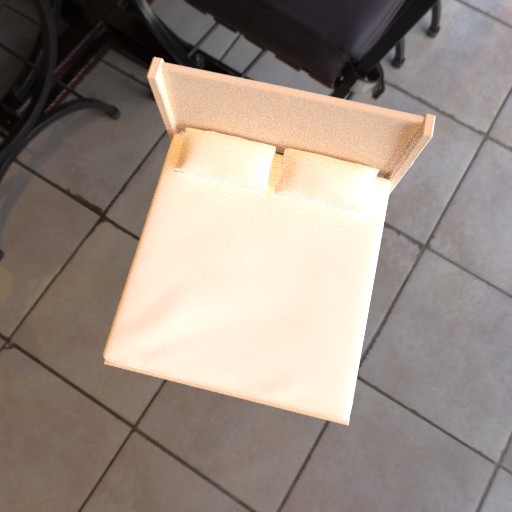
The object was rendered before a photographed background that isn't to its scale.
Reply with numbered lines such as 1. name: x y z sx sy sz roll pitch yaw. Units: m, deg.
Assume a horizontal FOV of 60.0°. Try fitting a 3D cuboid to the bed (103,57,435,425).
1. bed: 0.000 0.000 3.695 2.145 1.471 2.293 13 75 3
